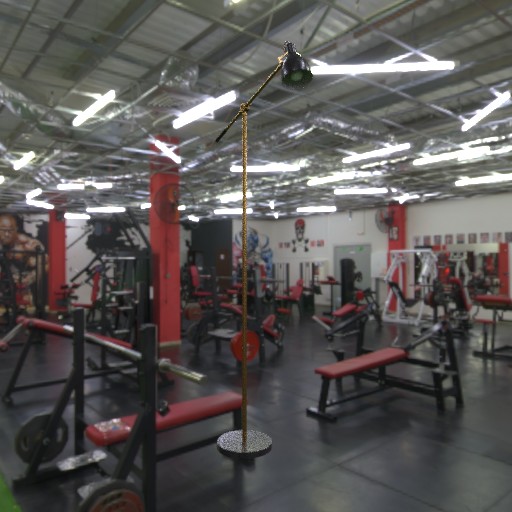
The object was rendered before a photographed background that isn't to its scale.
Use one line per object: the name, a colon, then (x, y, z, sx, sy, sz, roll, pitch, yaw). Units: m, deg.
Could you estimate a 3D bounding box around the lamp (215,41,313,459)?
lamp: (0.000, 0.000, 1.833, 0.235, 1.628, 0.618, 0, 0, -37)
